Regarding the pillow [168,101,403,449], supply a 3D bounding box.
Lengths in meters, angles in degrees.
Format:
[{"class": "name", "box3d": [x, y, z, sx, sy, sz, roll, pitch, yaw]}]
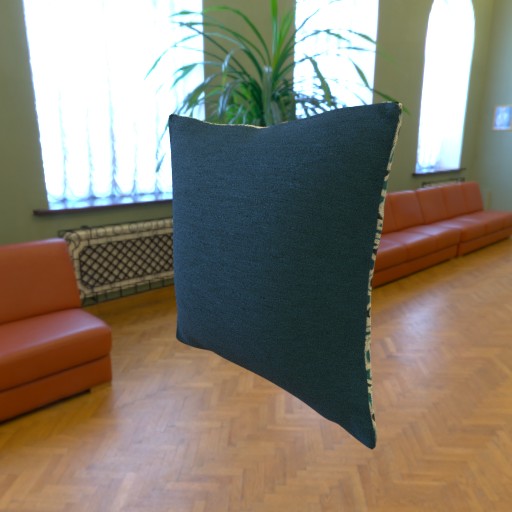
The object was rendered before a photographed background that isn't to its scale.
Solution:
[{"class": "pillow", "box3d": [0.000, 0.000, 0.658, 0.145, 0.420, 0.440, -13, 20, -42]}]
